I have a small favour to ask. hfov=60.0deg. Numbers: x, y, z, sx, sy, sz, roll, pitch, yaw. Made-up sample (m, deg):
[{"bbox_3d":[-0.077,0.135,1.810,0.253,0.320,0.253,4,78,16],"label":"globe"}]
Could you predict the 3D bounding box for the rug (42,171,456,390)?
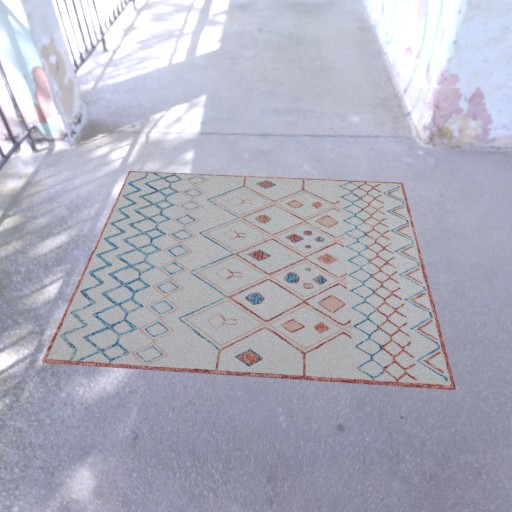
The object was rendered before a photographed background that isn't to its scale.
[{"bbox_3d":[0.000,0.000,4.088,3.050,0.016,2.441,3,46,3],"label":"rug"}]
